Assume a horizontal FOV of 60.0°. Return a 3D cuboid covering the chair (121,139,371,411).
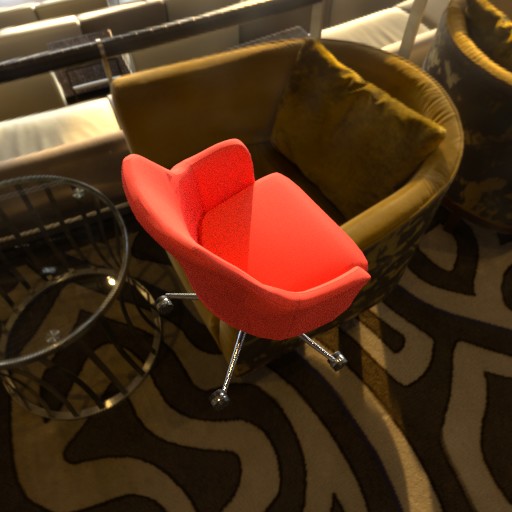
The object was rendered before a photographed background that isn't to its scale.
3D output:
[{"bbox_3d":[0.000,0.000,1.279,0.600,0.820,0.655,-30,62,-18],"label":"chair"}]
